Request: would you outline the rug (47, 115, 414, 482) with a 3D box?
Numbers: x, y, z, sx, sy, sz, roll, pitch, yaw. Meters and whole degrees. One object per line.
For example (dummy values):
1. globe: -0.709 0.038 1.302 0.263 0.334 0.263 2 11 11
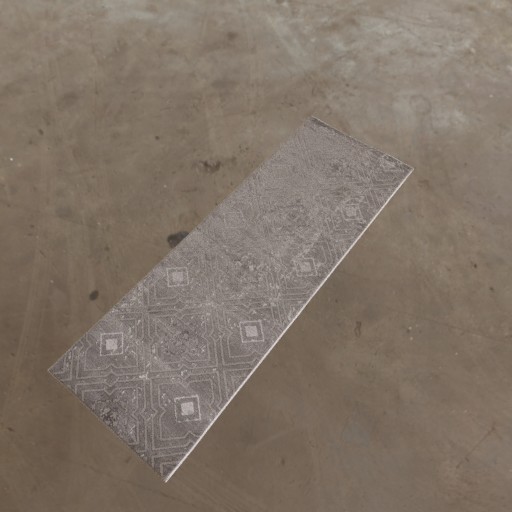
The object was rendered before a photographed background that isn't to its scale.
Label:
1. rug: 0.000 0.000 2.606 0.832 0.035 2.381 34 64 19
